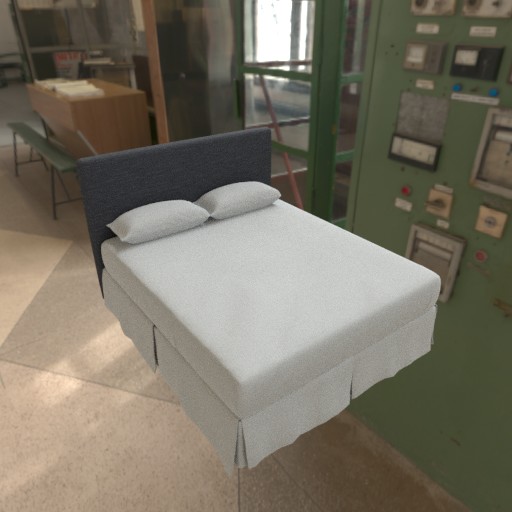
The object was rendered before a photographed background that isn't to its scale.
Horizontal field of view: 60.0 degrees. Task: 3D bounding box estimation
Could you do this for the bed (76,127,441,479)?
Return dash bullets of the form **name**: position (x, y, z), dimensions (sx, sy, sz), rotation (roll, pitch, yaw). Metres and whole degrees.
- **bed**: position (0.000, 0.000, 3.338), dimensions (1.884, 1.330, 2.142), rotation (-20, 35, -32)
